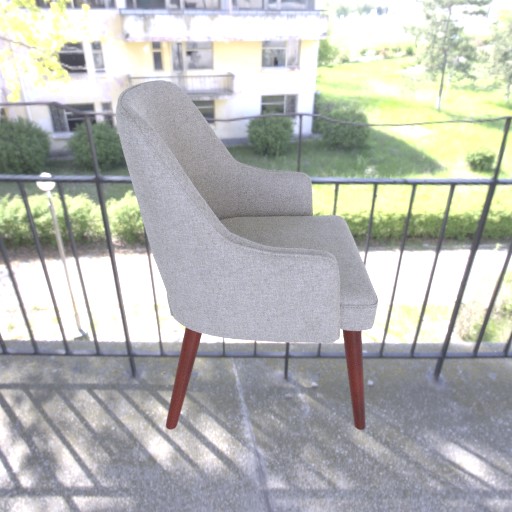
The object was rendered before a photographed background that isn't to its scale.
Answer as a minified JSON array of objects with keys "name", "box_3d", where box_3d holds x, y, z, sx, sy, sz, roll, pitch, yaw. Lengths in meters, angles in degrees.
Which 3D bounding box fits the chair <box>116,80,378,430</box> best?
[{"name":"chair","box_3d":[0.000,0.000,1.194,0.605,0.849,0.548,0,30,0]}]
